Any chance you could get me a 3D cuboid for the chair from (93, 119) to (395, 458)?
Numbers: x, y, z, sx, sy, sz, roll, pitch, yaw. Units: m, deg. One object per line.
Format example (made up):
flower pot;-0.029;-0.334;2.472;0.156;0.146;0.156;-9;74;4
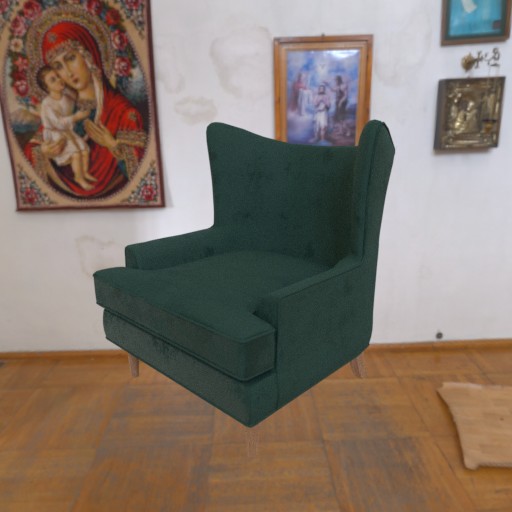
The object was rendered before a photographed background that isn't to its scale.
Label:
chair;0.000;0.000;1.626;0.793;0.952;0.910;15;21;41
